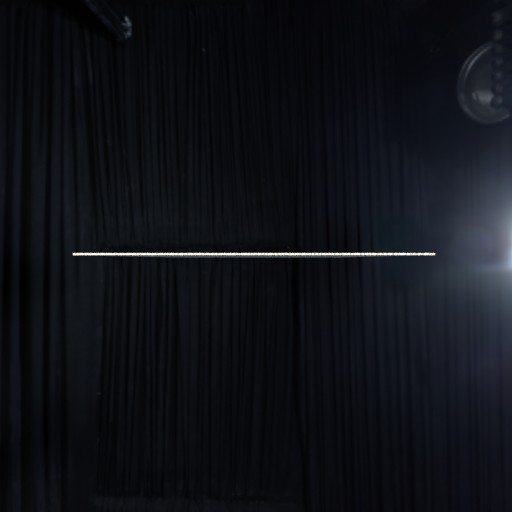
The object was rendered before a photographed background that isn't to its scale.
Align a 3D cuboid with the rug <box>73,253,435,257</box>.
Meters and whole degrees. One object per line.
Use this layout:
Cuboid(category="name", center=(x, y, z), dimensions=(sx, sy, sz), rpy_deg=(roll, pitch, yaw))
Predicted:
Cuboid(category="rug", center=(0.000, 0.000, 2.983), dimensions=(1.522, 0.008, 2.284), rpy_deg=(0, 0, 1))
